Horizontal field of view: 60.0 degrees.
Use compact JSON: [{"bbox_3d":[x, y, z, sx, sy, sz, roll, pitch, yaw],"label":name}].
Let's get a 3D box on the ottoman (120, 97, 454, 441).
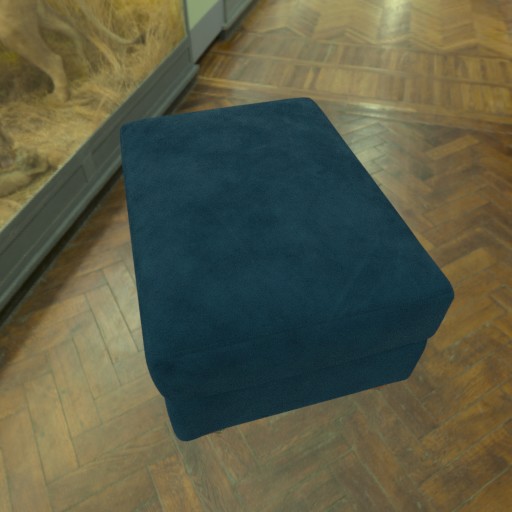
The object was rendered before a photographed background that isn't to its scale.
[{"bbox_3d":[0.000,0.000,1.133,0.572,0.503,0.773,-11,48,-10],"label":"ottoman"}]
